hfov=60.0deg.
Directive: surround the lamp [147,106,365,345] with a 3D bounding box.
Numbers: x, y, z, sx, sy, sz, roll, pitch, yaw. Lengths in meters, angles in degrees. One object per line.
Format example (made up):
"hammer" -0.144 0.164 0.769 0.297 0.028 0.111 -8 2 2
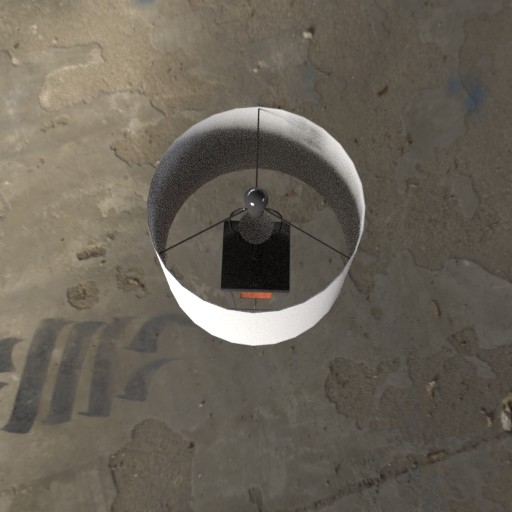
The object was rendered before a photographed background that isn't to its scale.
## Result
"lamp" 0.000 0.000 0.801 0.320 0.591 0.320 0 76 0
